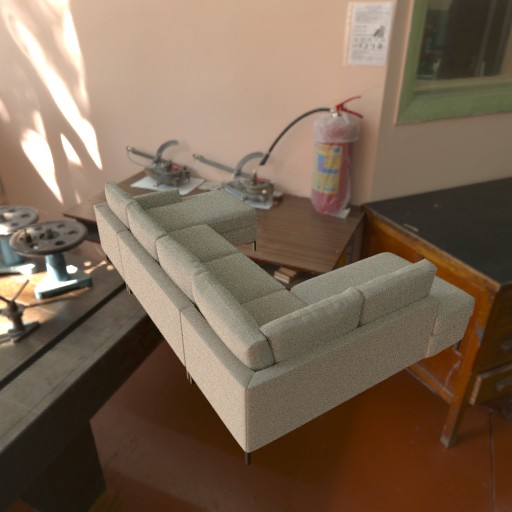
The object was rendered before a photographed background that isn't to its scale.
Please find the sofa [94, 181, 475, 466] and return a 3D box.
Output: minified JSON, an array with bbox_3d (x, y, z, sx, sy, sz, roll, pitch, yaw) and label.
[{"bbox_3d":[0.000,0.000,3.885,1.989,0.862,2.984,-17,34,-28],"label":"sofa"}]
